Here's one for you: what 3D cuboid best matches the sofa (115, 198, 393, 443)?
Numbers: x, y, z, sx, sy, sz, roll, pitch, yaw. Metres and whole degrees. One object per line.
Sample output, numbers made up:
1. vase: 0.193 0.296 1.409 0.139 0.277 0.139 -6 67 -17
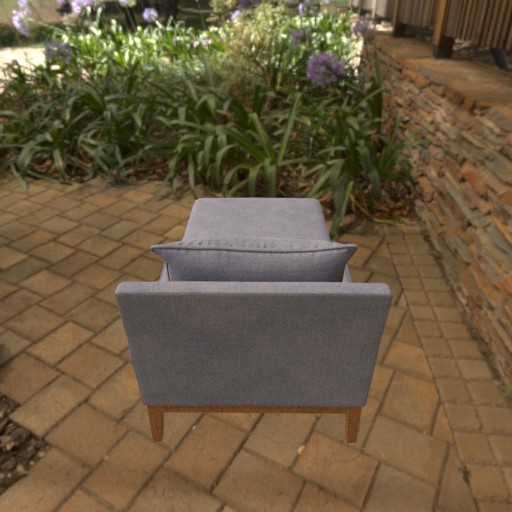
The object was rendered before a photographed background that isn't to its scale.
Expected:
1. sofa: 0.000 0.000 2.341 0.904 0.883 1.779 0 30 0
